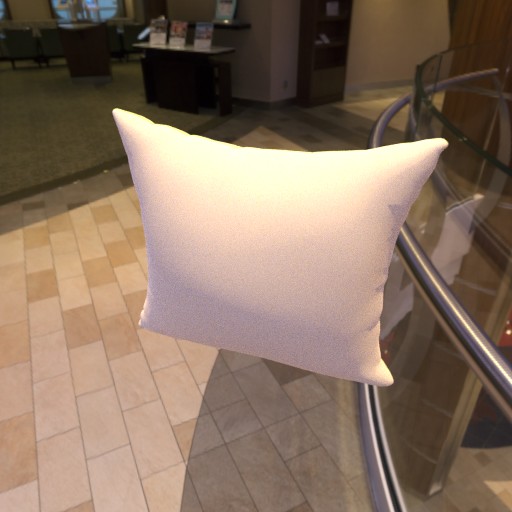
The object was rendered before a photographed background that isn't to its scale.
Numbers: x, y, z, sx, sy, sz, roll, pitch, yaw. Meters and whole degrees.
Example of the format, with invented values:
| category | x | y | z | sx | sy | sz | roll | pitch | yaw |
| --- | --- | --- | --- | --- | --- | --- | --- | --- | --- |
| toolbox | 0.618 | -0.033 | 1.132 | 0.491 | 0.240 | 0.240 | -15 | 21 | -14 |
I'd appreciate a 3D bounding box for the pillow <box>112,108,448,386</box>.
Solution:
| category | x | y | z | sx | sy | sz | roll | pitch | yaw |
| --- | --- | --- | --- | --- | --- | --- | --- | --- | --- |
| pillow | 0.000 | 0.000 | 0.807 | 0.560 | 0.487 | 0.229 | 10 | 32 | 16 |
